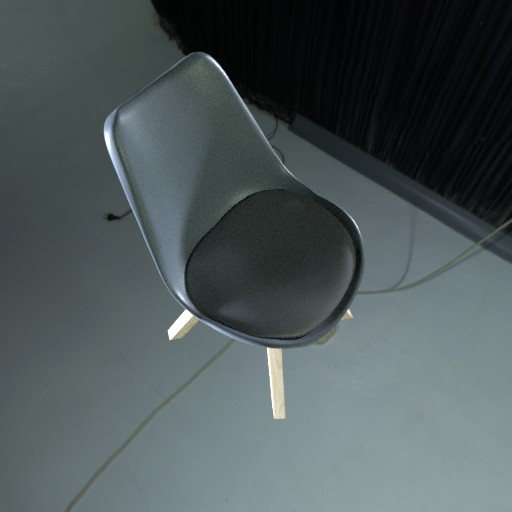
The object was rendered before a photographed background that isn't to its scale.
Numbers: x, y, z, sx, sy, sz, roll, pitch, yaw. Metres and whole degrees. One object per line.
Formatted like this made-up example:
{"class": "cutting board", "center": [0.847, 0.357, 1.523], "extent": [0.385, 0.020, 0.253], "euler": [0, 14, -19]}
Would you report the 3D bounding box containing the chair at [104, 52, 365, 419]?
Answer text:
{"class": "chair", "center": [0.000, 0.000, 1.173], "extent": [0.550, 0.850, 0.485], "euler": [32, 63, 18]}
